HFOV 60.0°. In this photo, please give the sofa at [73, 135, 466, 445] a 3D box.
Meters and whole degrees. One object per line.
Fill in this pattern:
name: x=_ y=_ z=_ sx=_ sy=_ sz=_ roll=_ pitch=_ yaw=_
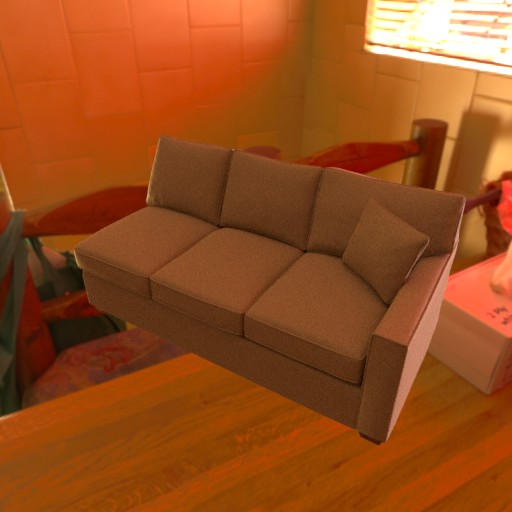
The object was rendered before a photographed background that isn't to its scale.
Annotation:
sofa: x=0.000 y=0.000 z=2.532 sx=1.963 sy=0.946 sz=1.034 roll=18 pitch=35 yaw=27
